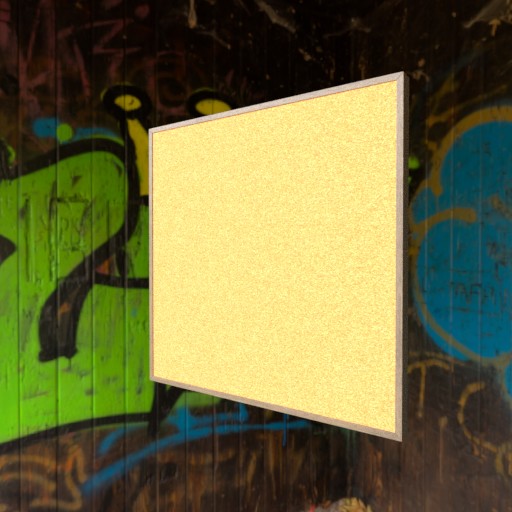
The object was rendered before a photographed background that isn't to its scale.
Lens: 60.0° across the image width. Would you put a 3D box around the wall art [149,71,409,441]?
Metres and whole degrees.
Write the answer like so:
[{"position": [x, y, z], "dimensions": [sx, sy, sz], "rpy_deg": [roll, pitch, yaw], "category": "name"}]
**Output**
[{"position": [0.000, 0.000, 1.139], "dimensions": [0.758, 0.758, 0.039], "rpy_deg": [1, 1, 35], "category": "wall art"}]
